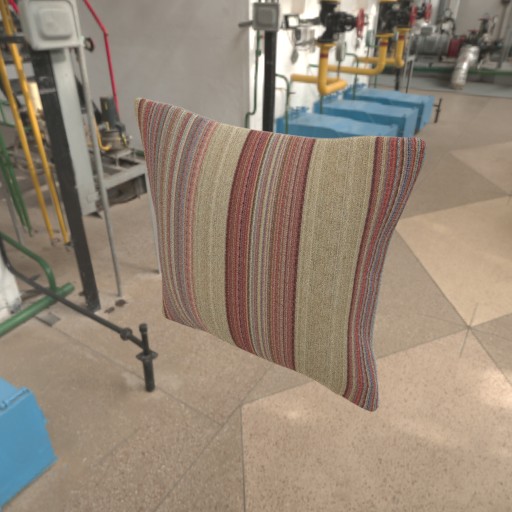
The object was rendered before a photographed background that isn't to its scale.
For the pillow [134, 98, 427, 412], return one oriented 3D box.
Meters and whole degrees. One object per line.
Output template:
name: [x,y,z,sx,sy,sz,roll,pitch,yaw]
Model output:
pillow: [0.000,0.000,0.668,0.437,0.419,0.136,18,35,28]
